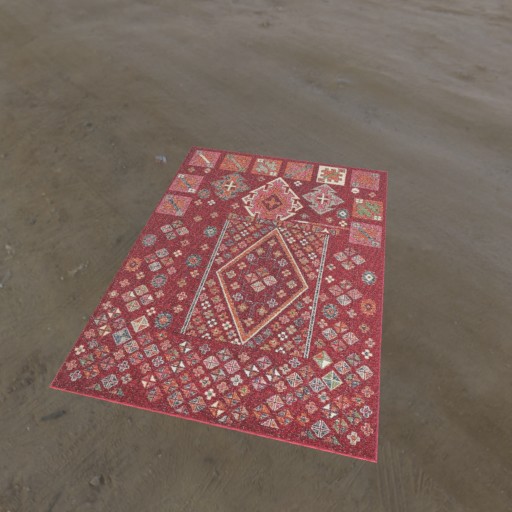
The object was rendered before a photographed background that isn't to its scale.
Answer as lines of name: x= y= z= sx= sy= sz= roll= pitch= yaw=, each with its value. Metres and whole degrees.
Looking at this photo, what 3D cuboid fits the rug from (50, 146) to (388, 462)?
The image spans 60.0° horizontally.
rug: x=0.000 y=0.000 z=4.214 sx=2.389 sy=0.011 sz=3.306 roll=9 pitch=47 yaw=9
